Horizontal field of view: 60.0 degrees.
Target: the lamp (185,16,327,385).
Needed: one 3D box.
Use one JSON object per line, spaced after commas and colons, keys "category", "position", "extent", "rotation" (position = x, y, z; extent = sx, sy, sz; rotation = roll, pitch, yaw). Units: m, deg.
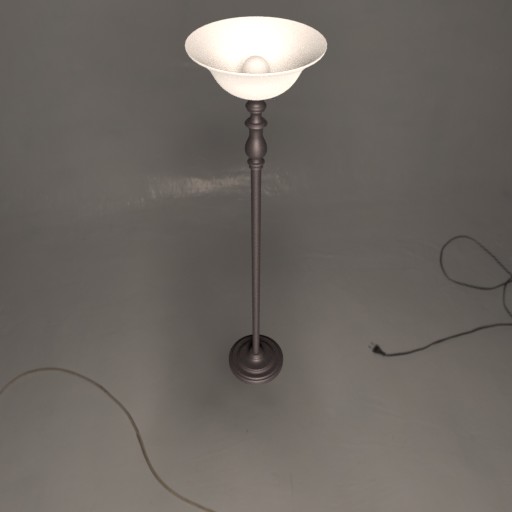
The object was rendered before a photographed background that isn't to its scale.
{"category": "lamp", "position": [0.000, 0.000, 1.926], "extent": [0.405, 1.797, 0.405], "rotation": [-4, 47, -4]}
